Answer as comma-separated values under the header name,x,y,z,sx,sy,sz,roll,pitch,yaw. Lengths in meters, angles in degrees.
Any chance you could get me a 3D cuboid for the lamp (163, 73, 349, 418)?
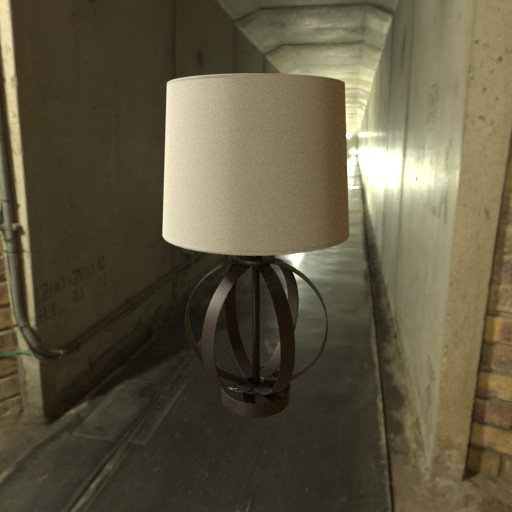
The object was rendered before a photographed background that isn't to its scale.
name,x,y,z,sx,sy,sz,roll,pitch,yaw
lamp,0.000,0.000,0.705,0.286,0.510,0.286,0,15,0
